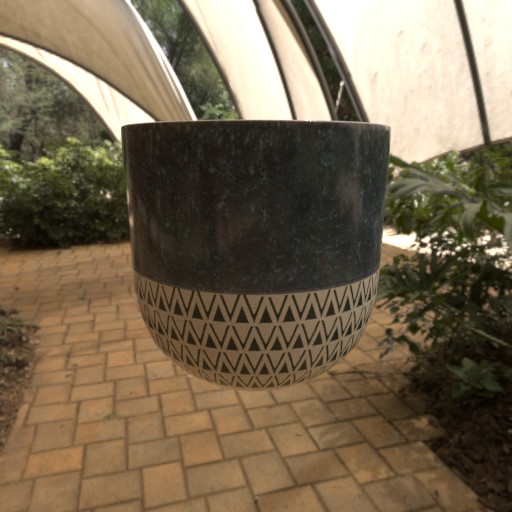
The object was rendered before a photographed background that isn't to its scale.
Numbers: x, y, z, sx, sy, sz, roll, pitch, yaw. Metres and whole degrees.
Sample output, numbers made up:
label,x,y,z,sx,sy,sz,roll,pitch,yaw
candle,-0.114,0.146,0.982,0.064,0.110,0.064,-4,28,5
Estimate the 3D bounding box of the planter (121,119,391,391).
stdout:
label,x,y,z,sx,sy,sz,roll,pitch,yaw
planter,0.000,0.000,0.485,0.266,0.270,0.266,0,14,0
